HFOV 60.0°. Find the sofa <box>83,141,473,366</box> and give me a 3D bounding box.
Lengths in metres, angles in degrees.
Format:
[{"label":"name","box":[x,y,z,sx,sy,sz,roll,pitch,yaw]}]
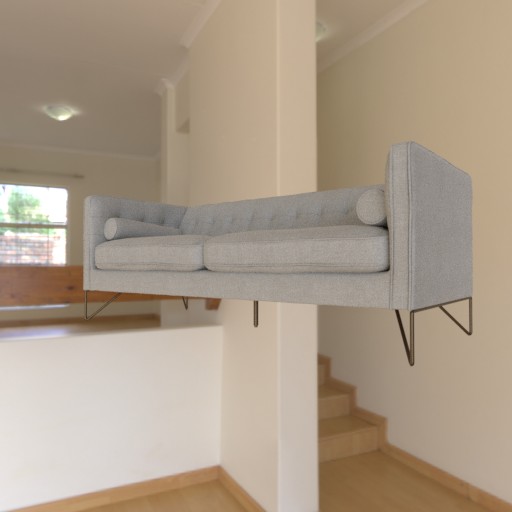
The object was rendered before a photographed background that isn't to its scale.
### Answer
[{"label":"sofa","box":[0.000,0.000,2.492,2.079,0.798,0.912,-1,-1,38]}]
